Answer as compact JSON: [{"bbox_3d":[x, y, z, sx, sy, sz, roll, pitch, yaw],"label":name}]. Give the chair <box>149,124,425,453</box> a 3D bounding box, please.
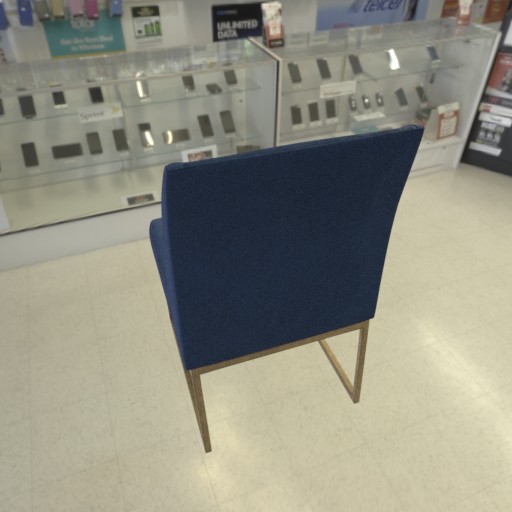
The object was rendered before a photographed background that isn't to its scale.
[{"bbox_3d":[0.000,0.000,1.180,0.508,0.863,0.522,-13,42,-15],"label":"chair"}]
